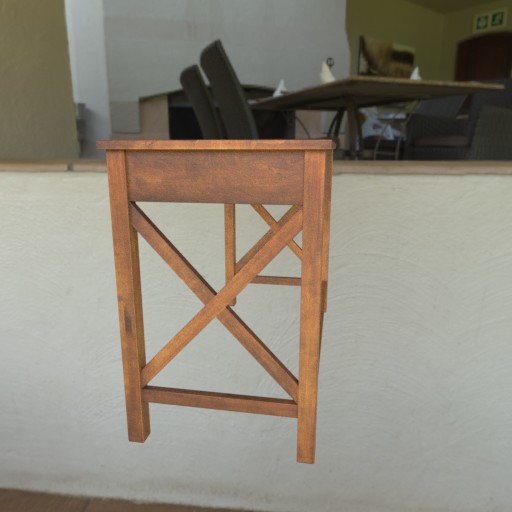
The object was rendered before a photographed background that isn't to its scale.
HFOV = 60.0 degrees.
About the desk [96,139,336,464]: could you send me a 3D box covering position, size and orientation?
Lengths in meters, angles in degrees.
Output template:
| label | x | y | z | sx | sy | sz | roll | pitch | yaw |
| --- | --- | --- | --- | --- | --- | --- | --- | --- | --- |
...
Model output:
| label | x | y | z | sx | sy | sz | roll | pitch | yaw |
| --- | --- | --- | --- | --- | --- | --- | --- | --- | --- |
| desk | 0.000 | 0.000 | 1.539 | 0.508 | 0.762 | 1.117 | 2 | 14 | 10 |
